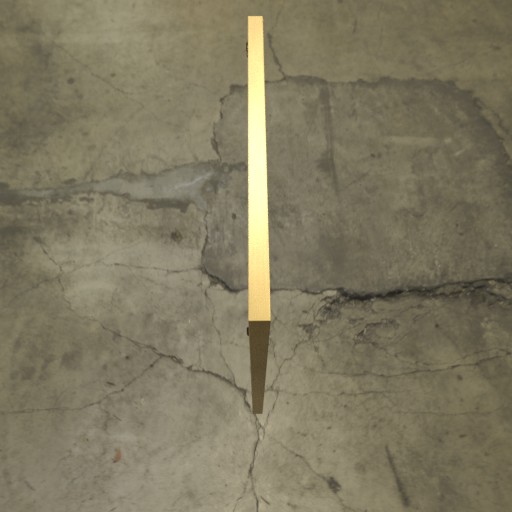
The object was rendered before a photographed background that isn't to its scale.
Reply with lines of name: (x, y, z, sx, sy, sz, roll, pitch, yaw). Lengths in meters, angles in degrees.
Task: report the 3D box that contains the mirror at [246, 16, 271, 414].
mirror: (0.000, 0.000, 1.332, 0.040, 1.016, 0.762, 0, 63, 0)
